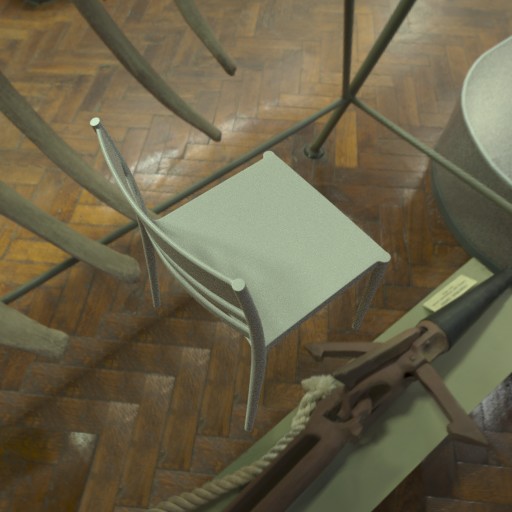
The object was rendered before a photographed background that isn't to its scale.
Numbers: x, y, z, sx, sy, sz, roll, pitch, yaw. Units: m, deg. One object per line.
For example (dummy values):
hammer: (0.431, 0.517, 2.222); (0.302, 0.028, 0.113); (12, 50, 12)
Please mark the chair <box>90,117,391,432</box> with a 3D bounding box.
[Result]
chair: (0.000, 0.000, 1.147); (0.511, 0.800, 0.531); (-34, 63, -20)
